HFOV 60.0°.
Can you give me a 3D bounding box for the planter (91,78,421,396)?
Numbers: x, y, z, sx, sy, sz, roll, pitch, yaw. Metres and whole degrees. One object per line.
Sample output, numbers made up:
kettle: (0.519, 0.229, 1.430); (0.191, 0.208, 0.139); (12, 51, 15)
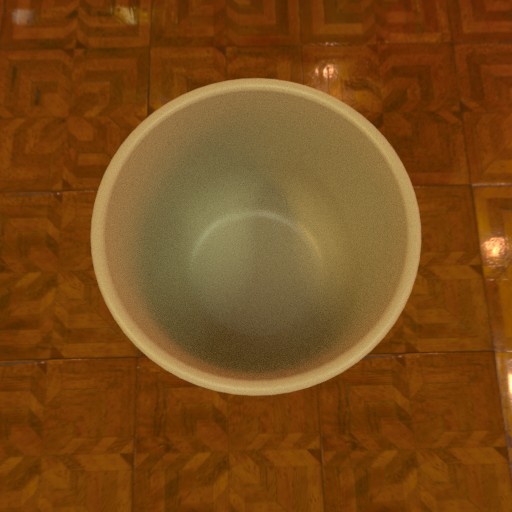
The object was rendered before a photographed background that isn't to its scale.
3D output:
planter: (0.000, 0.000, 0.218); (0.124, 0.109, 0.124); (0, 77, 0)
